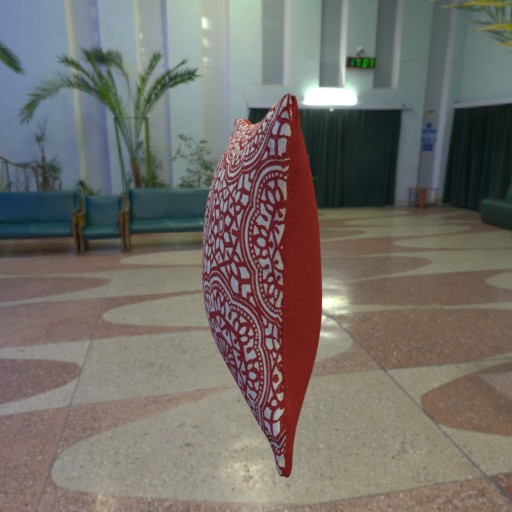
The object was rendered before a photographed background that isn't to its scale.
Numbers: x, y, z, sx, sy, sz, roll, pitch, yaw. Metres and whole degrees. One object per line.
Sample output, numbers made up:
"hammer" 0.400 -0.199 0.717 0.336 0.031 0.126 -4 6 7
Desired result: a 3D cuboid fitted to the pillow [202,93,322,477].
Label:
"pillow" 0.000 0.000 0.666 0.162 0.419 0.438 -2 14 -8
